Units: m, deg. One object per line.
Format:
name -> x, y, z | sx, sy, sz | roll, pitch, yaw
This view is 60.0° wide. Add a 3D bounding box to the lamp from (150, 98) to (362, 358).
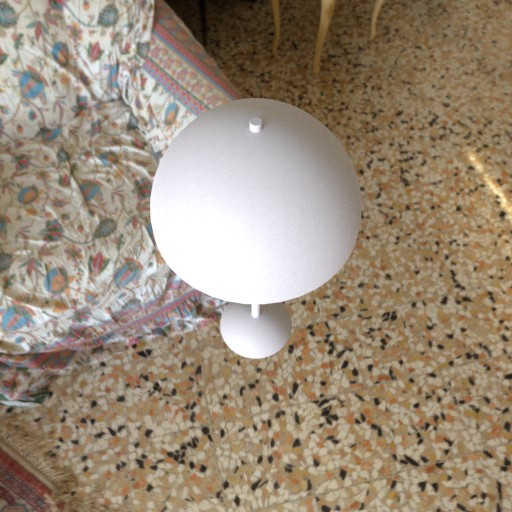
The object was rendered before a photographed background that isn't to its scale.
lamp -> 0.000, 0.000, 0.428 | 0.171, 0.330, 0.171 | 0, 58, 0
